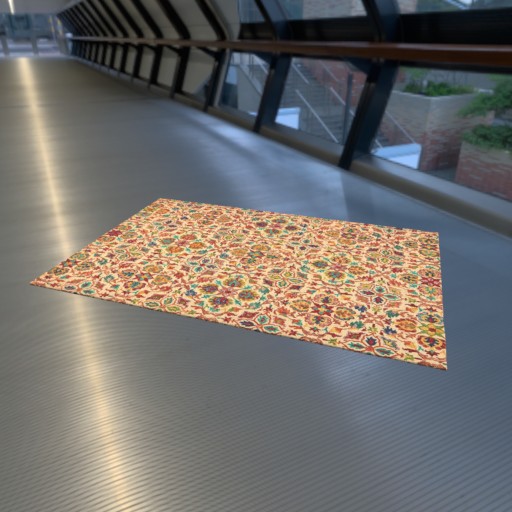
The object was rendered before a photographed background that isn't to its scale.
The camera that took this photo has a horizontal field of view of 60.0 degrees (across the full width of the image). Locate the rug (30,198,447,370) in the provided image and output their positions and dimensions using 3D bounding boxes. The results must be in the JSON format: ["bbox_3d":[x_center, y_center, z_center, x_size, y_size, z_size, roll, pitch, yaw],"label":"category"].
[{"bbox_3d":[0.000,0.000,2.337,1.838,0.013,1.226,9,29,17],"label":"rug"}]
